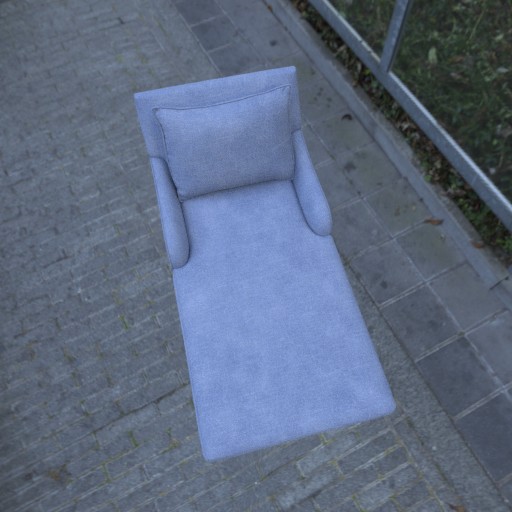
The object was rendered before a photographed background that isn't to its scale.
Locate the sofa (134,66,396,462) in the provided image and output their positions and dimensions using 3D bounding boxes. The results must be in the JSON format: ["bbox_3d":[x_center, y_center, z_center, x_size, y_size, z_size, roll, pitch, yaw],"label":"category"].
[{"bbox_3d":[0.000,0.000,2.287,0.904,0.883,1.779,-12,64,-6],"label":"sofa"}]
